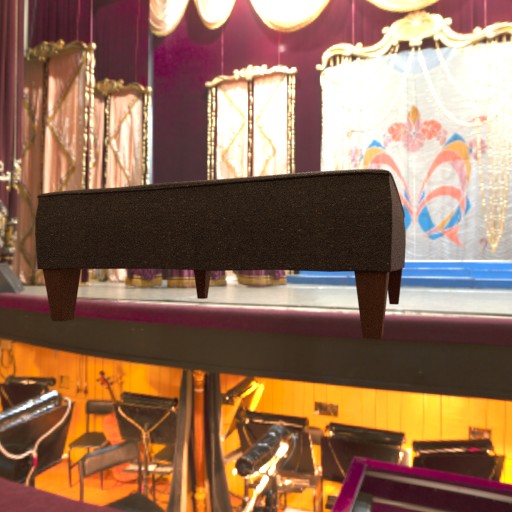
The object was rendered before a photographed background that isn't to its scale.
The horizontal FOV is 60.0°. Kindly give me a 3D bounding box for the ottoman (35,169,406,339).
[{"bbox_3d":[0.000,0.000,1.544,0.968,0.382,1.004,0,-1,20],"label":"ottoman"}]
